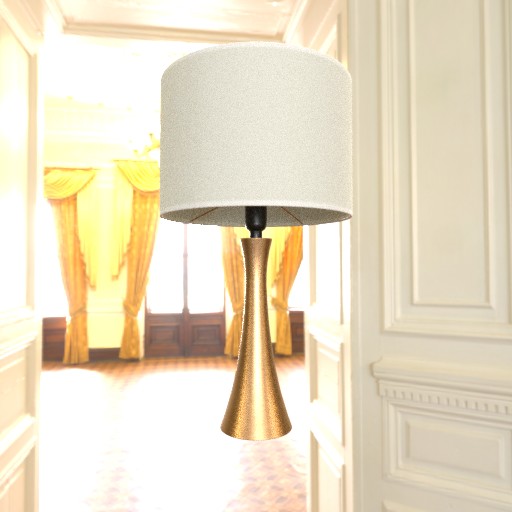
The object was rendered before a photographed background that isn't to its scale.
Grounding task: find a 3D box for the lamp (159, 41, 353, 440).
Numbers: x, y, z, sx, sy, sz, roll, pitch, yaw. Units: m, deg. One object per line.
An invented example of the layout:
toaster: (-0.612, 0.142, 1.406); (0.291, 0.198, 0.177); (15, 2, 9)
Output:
lamp: (0.000, 0.000, 0.628); (0.268, 0.479, 0.268); (-1, -2, 36)
